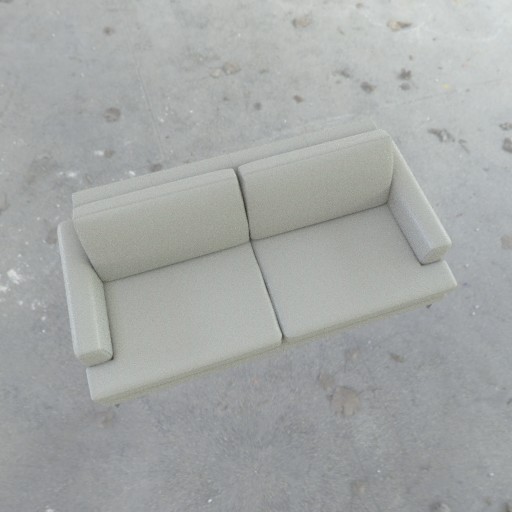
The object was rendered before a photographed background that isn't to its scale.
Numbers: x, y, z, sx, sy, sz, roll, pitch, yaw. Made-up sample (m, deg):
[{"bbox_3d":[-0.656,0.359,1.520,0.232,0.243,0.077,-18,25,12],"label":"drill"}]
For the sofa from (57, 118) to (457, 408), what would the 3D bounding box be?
[{"bbox_3d":[0.000,0.000,2.381,1.940,0.765,0.974,-16,65,-8],"label":"sofa"}]
